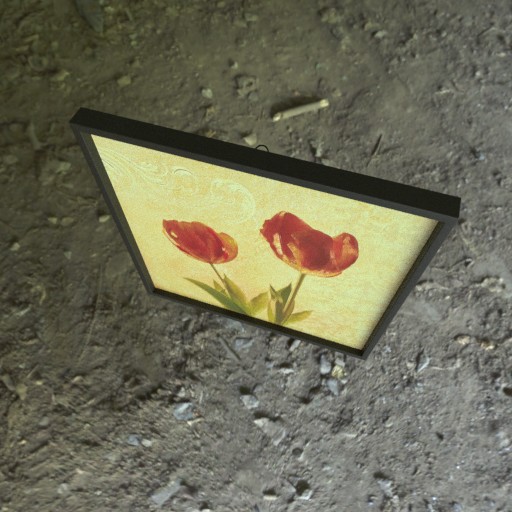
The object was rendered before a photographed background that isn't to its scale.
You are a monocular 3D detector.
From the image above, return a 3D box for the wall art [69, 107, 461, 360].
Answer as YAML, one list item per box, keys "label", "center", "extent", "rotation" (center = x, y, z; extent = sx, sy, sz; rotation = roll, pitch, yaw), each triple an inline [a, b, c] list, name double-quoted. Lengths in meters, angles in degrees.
- label: "wall art"
  center: [0.000, 0.000, 0.535]
  extent: [0.349, 0.349, 0.038]
  rotation: [16, 60, 9]
